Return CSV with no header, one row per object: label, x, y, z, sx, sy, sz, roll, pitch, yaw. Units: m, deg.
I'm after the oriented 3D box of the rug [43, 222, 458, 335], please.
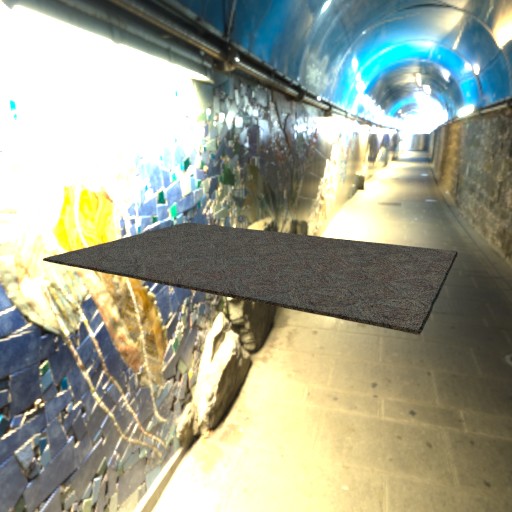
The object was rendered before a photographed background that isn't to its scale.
rug,0.000,0.000,2.221,1.761,0.014,1.143,8,17,28
